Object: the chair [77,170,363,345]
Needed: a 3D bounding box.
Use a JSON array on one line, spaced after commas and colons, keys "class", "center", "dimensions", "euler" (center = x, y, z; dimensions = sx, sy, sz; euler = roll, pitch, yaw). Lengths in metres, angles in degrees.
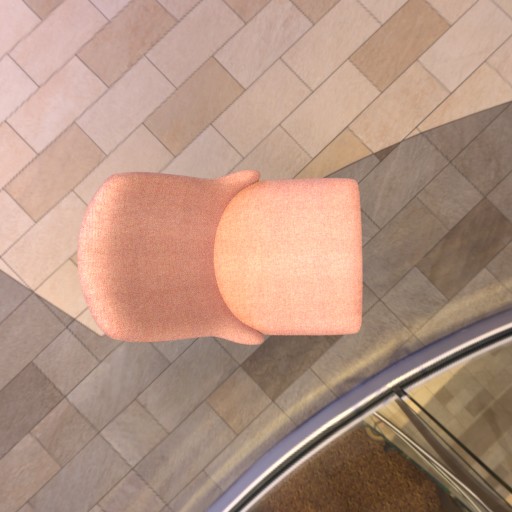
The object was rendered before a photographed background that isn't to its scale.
[{"class": "chair", "center": [0.000, 0.000, 1.335], "dimensions": [0.707, 0.918, 0.535], "euler": [0, 89, 1]}]
